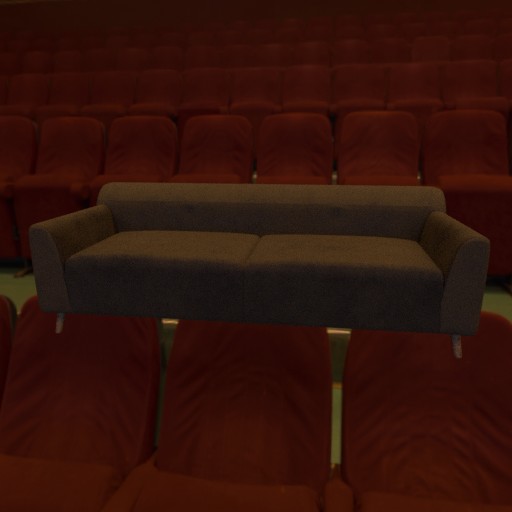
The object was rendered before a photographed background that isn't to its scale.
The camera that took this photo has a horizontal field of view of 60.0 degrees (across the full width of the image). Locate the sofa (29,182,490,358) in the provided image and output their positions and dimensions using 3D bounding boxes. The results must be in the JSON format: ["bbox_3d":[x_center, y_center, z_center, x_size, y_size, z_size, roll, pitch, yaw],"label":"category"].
[{"bbox_3d":[0.000,0.000,2.538,2.190,0.740,0.900,2,15,8],"label":"sofa"}]
